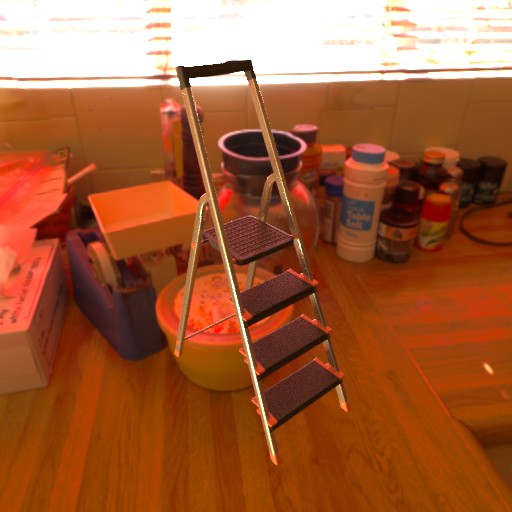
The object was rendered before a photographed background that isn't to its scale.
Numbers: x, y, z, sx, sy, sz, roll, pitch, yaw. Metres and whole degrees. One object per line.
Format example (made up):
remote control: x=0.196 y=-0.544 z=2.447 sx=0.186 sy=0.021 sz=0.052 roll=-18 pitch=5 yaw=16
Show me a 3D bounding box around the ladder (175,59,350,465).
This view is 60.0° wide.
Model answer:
ladder: x=0.000 y=0.000 z=1.828 sx=0.452 sy=1.429 sz=0.834 roll=-22 pitch=38 yaw=-32
